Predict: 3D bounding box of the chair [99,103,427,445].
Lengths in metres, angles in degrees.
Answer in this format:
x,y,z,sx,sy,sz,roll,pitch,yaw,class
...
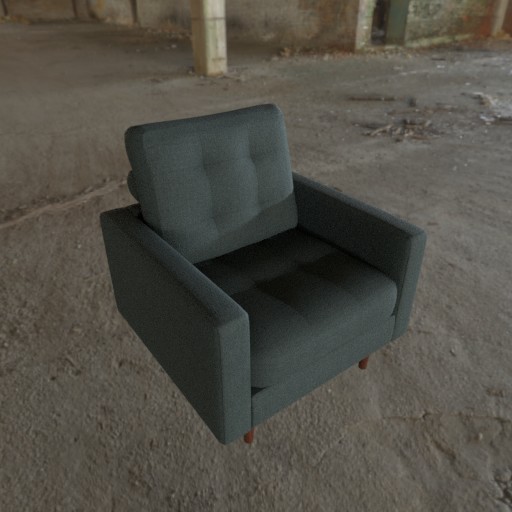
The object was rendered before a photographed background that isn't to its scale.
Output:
x,y,z,sx,sy,sz,roll,pitch,yaw,class
0.000,0.000,1.559,0.821,0.880,0.843,-21,37,-31,chair
